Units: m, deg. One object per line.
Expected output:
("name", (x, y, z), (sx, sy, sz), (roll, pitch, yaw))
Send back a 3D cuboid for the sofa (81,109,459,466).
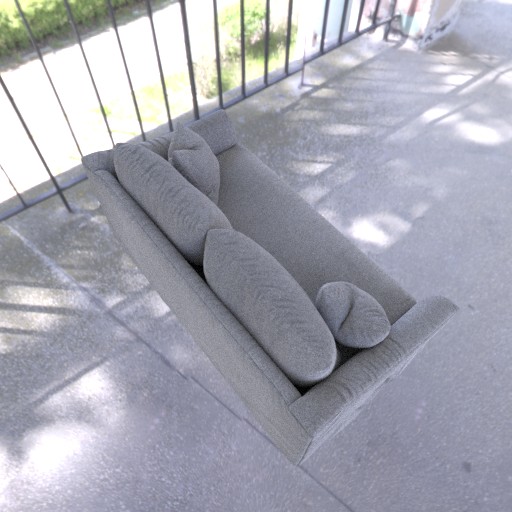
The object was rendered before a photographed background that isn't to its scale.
("sofa", (0.000, 0.000, 2.634), (1.072, 1.018, 2.010), (-34, 63, -20))
